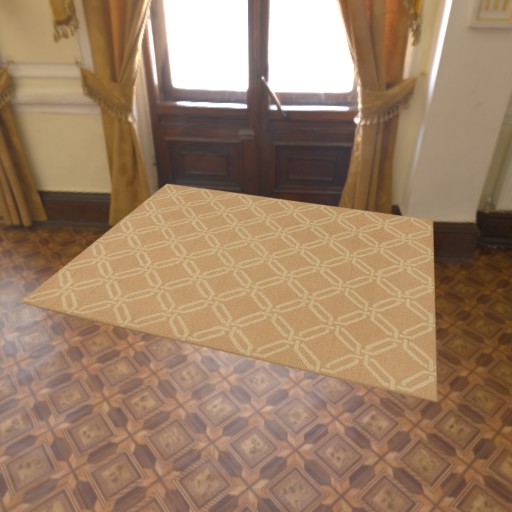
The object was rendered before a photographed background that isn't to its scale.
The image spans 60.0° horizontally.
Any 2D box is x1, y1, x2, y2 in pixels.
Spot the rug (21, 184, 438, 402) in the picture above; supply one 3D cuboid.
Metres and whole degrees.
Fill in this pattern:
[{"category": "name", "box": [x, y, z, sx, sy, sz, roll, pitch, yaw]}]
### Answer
[{"category": "rug", "box": [0.000, 0.000, 3.791, 2.895, 0.018, 2.288, 10, 34, 15]}]
